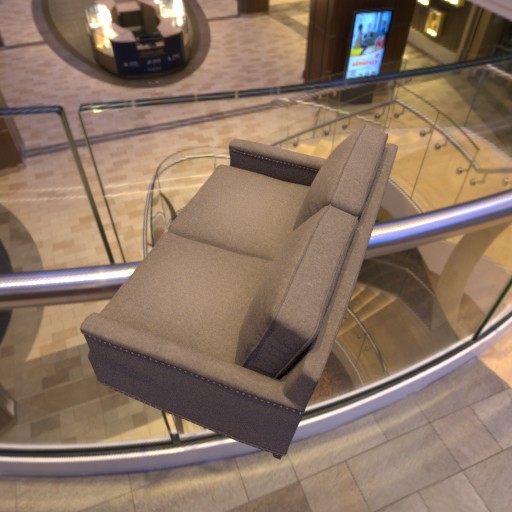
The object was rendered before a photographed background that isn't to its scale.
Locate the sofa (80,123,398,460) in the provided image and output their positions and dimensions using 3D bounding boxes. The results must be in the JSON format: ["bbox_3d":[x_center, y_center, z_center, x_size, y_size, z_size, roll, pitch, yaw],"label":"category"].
[{"bbox_3d":[0.000,0.000,2.310,1.084,1.003,1.597,16,49,15],"label":"sofa"}]
